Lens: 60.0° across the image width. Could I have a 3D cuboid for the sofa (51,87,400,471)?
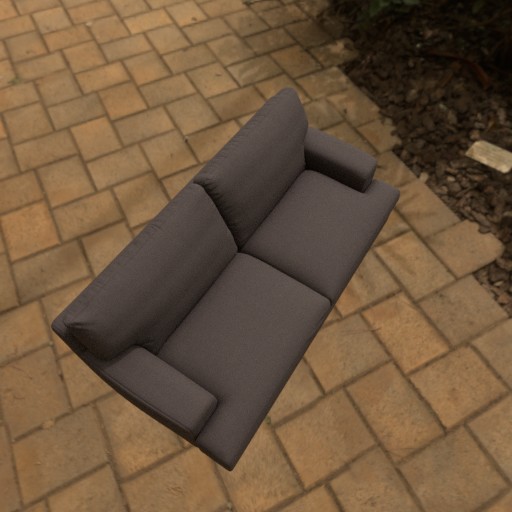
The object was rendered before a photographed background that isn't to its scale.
[{"bbox_3d":[0.000,0.000,2.859,1.140,0.950,2.271,29,62,17],"label":"sofa"}]
